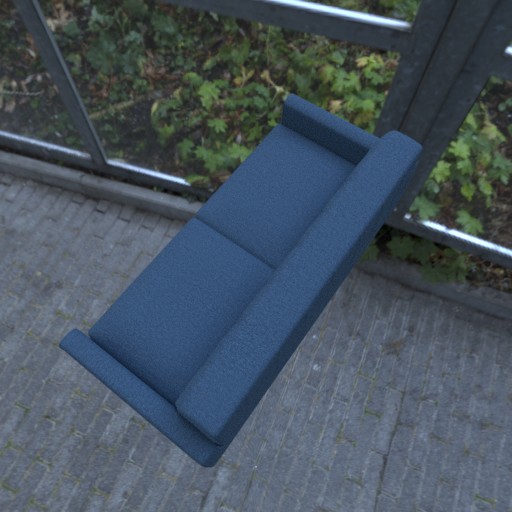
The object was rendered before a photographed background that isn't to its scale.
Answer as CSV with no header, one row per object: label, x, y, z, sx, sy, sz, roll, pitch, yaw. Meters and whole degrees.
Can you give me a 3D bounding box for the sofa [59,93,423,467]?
sofa,0.000,0.000,2.546,0.942,0.884,2.055,33,69,15
